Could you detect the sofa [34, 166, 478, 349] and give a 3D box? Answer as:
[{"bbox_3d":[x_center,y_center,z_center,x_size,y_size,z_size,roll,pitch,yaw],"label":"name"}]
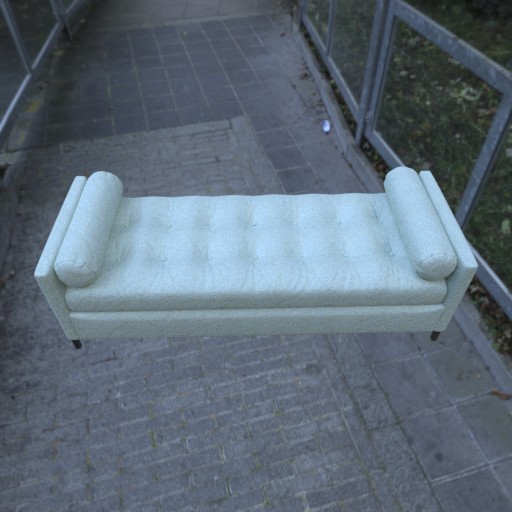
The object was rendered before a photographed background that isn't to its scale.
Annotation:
[{"bbox_3d":[0.000,0.000,2.532,2.102,0.705,0.796,-1,46,-1],"label":"sofa"}]
